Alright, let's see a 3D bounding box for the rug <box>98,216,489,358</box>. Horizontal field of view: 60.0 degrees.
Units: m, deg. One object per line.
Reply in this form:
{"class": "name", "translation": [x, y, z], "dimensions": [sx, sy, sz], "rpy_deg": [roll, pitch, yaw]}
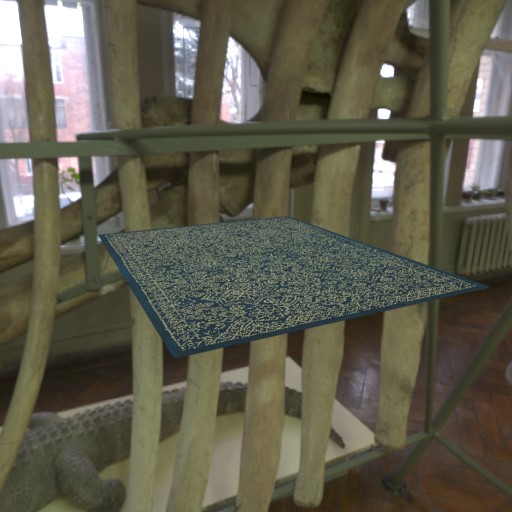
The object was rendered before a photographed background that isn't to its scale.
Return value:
{"class": "rug", "translation": [0.000, 0.000, 4.140], "dimensions": [2.438, 0.010, 3.048], "rpy_deg": [-8, 18, -25]}
